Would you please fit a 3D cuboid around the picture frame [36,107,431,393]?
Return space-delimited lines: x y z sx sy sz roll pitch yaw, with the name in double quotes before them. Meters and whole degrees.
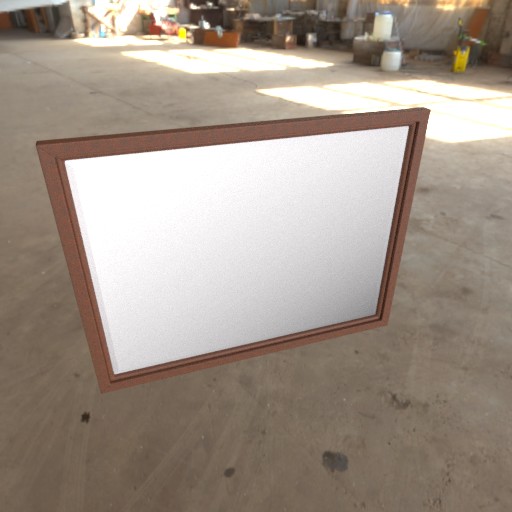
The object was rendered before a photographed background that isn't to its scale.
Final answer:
"picture frame" 0.000 0.000 1.715 1.329 1.018 0.045 -10 33 -16
